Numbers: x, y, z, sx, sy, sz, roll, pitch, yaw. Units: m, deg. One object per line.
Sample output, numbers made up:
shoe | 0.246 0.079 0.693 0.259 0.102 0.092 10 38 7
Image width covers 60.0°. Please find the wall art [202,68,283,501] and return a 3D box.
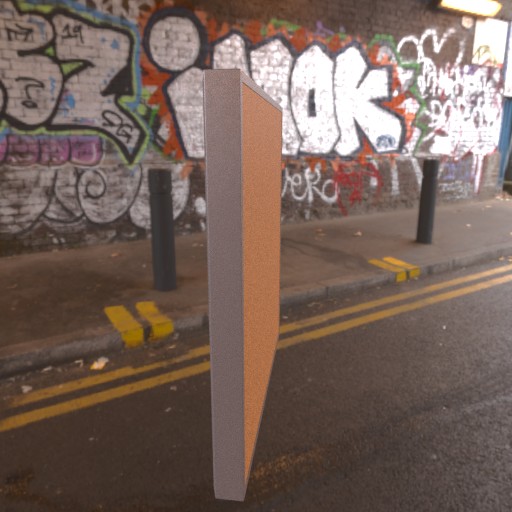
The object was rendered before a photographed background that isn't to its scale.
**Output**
wall art | 0.000 0.000 0.509 0.028 0.349 0.349 2 15 8
